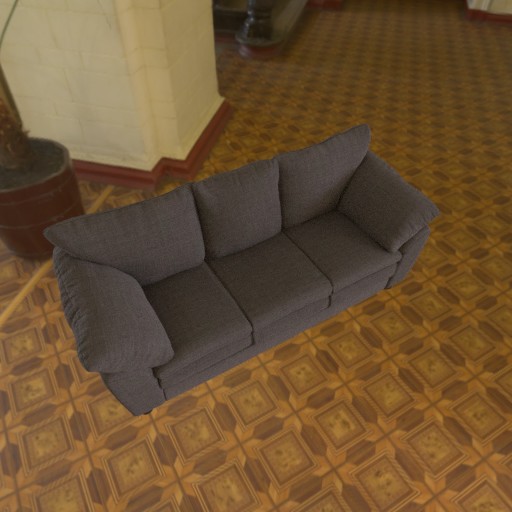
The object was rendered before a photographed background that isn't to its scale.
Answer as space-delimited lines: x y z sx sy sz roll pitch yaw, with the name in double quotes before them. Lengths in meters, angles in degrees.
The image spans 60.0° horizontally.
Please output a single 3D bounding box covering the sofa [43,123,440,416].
"sofa" 0.000 0.000 2.847 2.336 1.080 0.883 -23 49 -21
